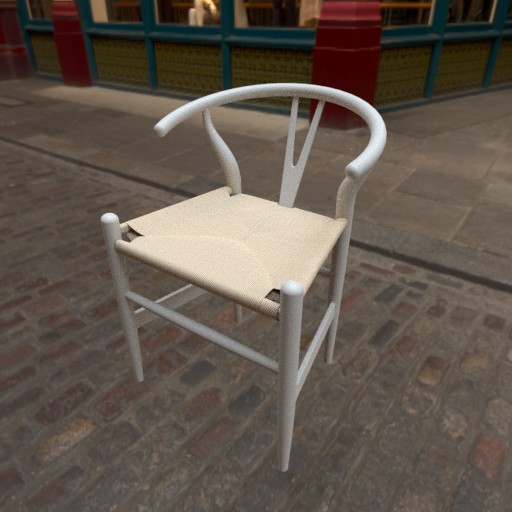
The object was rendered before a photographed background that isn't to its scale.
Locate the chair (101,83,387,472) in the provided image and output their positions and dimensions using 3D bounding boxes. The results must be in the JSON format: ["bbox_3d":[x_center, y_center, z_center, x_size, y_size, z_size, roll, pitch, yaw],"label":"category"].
[{"bbox_3d":[0.000,0.000,1.098,0.533,0.736,0.500,20,36,29],"label":"chair"}]
